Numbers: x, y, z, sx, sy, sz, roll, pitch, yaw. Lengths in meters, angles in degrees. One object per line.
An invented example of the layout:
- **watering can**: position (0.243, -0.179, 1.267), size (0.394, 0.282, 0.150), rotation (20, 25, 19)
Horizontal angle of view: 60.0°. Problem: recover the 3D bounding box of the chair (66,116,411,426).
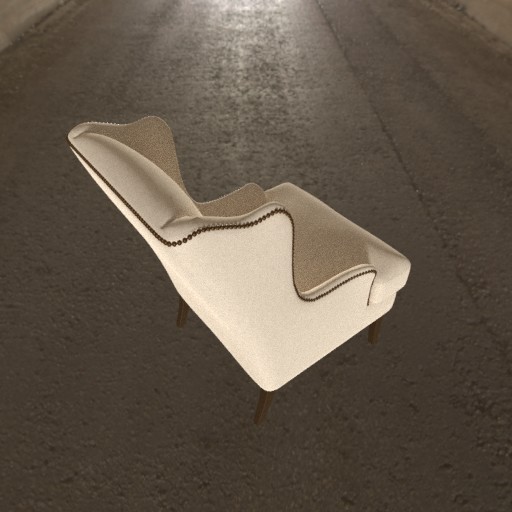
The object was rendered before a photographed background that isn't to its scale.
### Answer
- **chair**: position (0.000, 0.000, 1.633), size (0.940, 1.029, 0.737), rotation (-26, 47, -27)
